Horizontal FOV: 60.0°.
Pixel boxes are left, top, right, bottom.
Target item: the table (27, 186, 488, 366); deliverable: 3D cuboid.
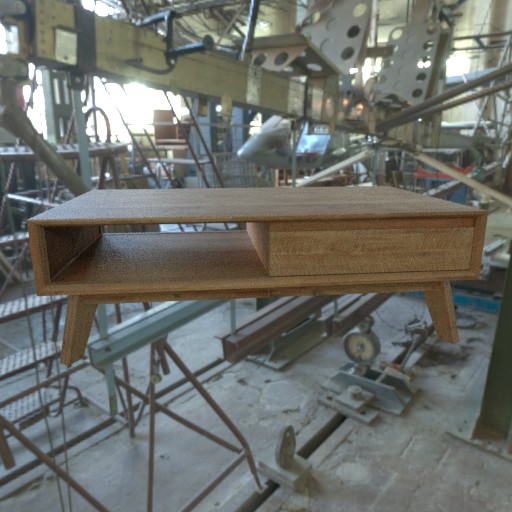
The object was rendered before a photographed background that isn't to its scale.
[{"bbox_3d":[0.000,0.000,2.045,1.619,0.531,0.918,-2,15,-6],"label":"table"}]
